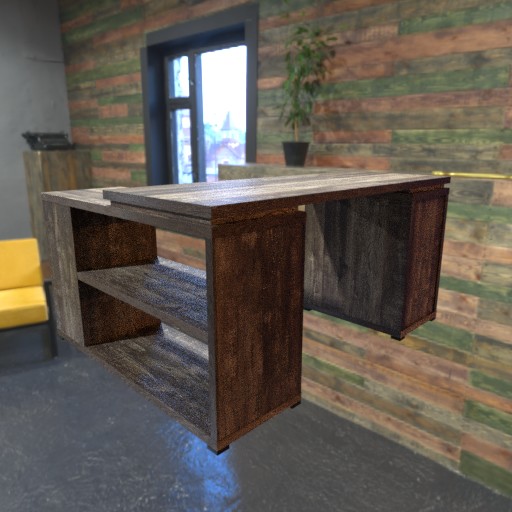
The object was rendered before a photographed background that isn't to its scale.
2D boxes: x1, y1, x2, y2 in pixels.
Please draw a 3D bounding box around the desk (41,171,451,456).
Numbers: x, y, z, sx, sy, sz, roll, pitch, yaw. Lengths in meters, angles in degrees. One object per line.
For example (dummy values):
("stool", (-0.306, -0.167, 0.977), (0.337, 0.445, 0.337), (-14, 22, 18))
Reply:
("desk", (0.000, 0.000, 2.172), (1.524, 0.753, 1.200), (-14, 20, -43))
